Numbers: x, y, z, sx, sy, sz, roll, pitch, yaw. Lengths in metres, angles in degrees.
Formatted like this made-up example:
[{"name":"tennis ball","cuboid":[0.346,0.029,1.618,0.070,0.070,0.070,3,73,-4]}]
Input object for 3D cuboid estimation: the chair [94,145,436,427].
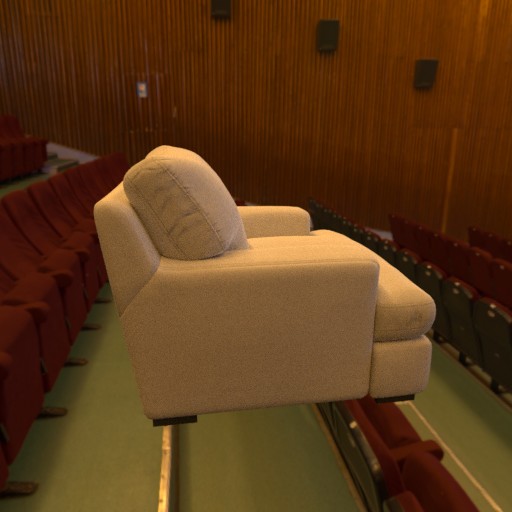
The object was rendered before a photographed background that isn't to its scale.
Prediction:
[{"name":"chair","cuboid":[0.000,0.000,1.976,1.158,0.930,1.140,-3,16,-9]}]
